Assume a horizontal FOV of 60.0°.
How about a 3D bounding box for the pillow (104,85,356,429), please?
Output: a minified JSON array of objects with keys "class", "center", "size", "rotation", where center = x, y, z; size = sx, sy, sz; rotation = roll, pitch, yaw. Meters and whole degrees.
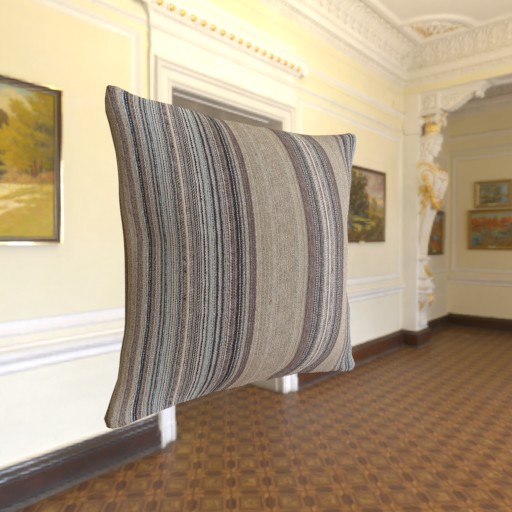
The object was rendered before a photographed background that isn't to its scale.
[{"class":"pillow","center":[0.000,0.000,0.650],"size":[0.435,0.416,0.189],"rotation":[-1,2,-35]}]
